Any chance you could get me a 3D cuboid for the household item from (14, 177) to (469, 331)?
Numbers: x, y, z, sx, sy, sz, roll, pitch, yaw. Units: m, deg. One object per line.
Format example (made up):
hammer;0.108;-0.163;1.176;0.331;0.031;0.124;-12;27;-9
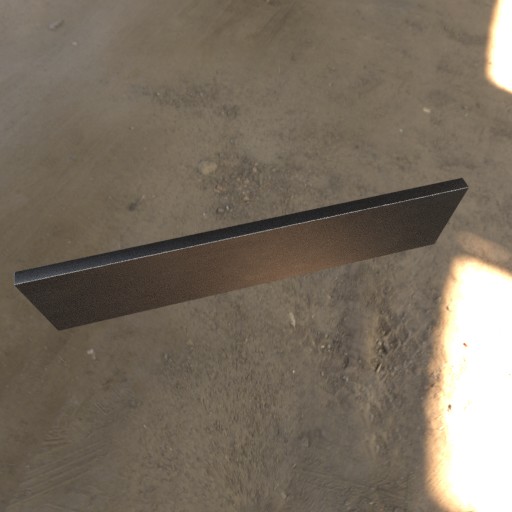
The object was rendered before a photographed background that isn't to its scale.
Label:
household item;0.000;0.000;1.054;1.001;0.236;0.030;-12;59;-8
